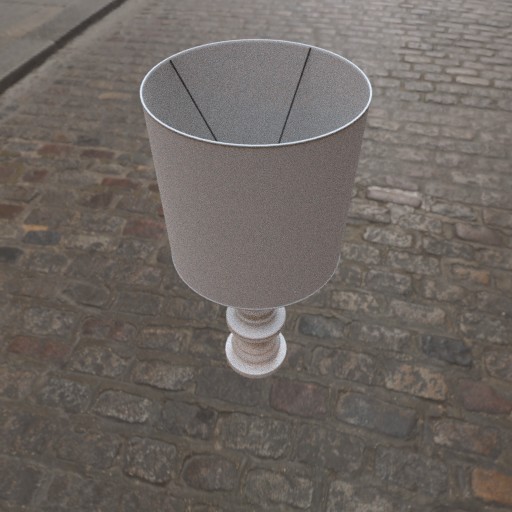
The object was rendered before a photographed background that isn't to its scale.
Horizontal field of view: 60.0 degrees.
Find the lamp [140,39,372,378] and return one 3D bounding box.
[{"bbox_3d":[0.000,0.000,0.568,0.208,0.455,0.208,10,47,9],"label":"lamp"}]
